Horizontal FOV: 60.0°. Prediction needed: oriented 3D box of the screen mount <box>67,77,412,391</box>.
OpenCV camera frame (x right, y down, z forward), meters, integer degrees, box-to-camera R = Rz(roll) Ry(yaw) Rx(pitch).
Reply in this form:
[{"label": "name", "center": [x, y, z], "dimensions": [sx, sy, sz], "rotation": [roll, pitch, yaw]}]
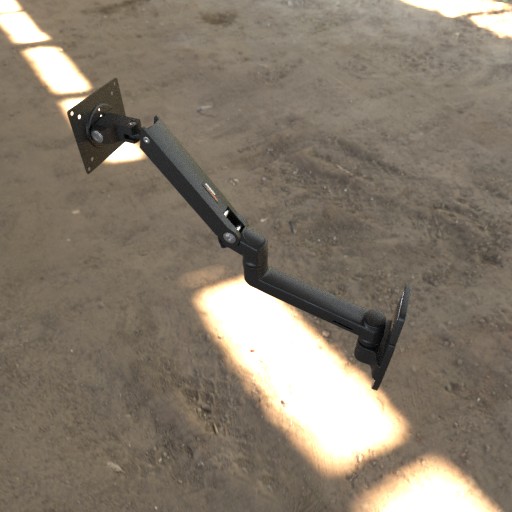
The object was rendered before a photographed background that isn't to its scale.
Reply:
[{"label": "screen mount", "center": [0.000, 0.000, 0.725], "dimensions": [0.495, 0.466, 0.115], "rotation": [16, 48, 15]}]
